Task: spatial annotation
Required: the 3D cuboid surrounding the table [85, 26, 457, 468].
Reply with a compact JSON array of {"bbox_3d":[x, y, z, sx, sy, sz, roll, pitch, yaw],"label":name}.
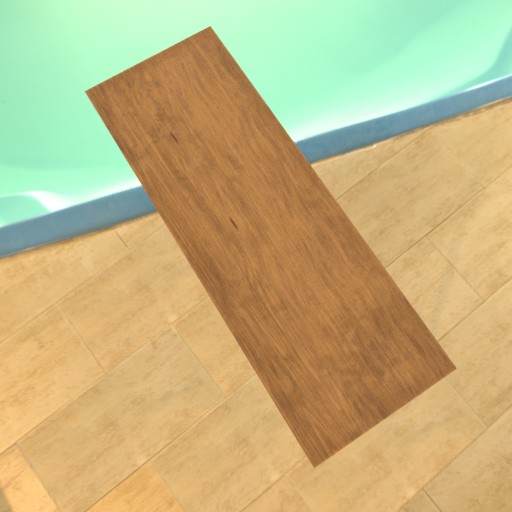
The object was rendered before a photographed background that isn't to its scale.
[{"bbox_3d":[0.000,0.000,1.520,0.410,0.771,1.151,-31,78,-8],"label":"table"}]
